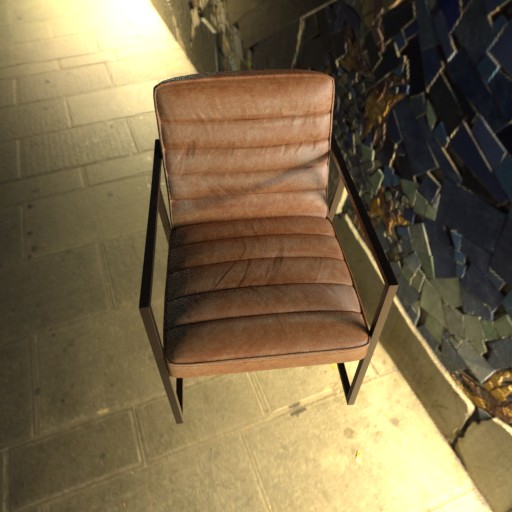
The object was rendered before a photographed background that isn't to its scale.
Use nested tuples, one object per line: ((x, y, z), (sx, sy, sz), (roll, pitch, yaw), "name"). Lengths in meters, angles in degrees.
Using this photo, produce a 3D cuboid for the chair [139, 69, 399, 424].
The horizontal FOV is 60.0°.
((0.000, 0.000, 1.305), (0.571, 0.832, 0.677), (-5, 48, -4), "chair")
